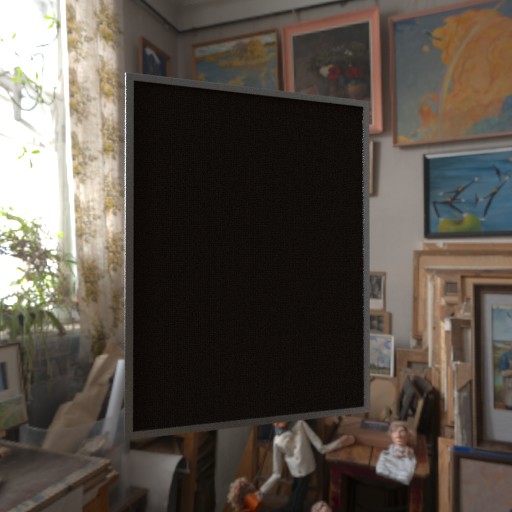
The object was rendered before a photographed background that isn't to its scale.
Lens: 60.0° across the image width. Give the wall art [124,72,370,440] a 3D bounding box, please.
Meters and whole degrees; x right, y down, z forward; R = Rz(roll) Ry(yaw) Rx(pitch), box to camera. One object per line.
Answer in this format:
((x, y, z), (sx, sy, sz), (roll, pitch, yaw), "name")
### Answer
((0.000, 0.000, 1.412), (0.801, 1.062, 0.037), (0, -1, -17), "wall art")
